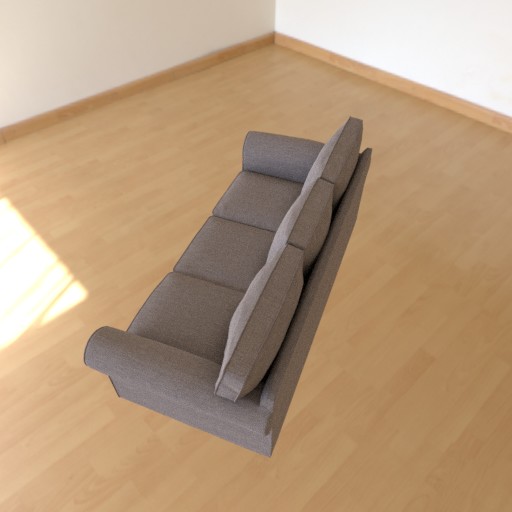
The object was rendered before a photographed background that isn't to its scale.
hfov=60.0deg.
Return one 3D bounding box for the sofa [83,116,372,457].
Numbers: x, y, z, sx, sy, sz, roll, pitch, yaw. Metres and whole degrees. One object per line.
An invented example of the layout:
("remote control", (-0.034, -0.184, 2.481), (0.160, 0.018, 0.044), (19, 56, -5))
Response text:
("sofa", (0.000, 0.000, 2.657), (0.916, 0.961, 2.084), (16, 48, 15))
